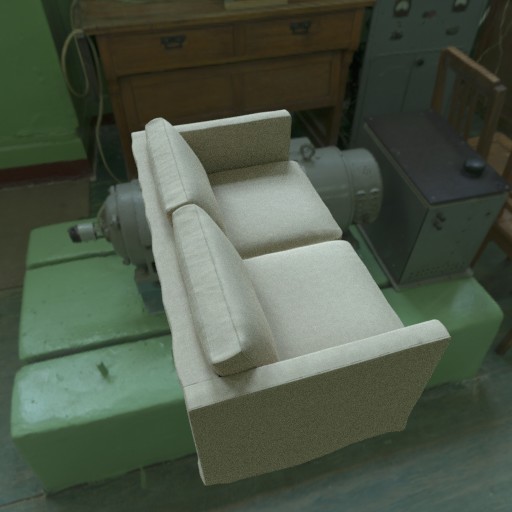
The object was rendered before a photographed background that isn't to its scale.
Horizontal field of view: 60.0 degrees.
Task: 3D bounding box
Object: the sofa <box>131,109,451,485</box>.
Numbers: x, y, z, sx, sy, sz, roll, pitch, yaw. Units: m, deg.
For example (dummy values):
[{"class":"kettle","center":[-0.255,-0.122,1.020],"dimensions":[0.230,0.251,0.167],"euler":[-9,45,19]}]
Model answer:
[{"class":"sofa","center":[0.000,0.000,2.186],"dimensions":[0.962,0.835,1.719],"euler":[-12,47,-12]}]
